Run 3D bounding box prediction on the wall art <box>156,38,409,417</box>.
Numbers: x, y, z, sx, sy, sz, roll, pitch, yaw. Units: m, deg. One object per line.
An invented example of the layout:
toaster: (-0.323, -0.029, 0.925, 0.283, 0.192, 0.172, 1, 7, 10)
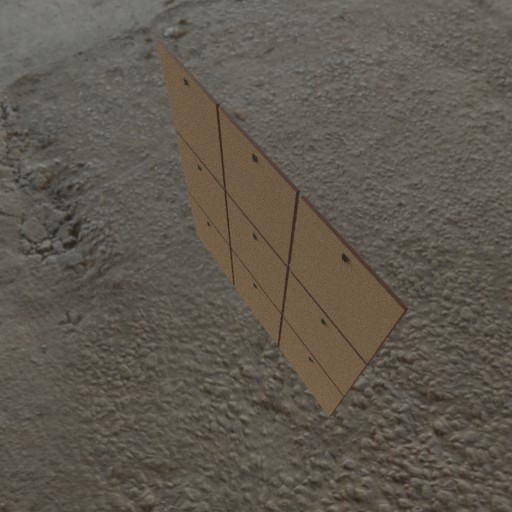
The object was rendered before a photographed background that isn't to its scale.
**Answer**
wall art: (0.000, 0.000, 1.790, 0.019, 1.218, 1.221, -30, 64, -17)
